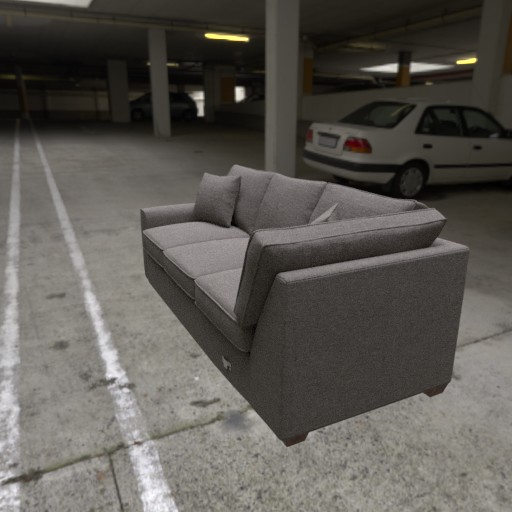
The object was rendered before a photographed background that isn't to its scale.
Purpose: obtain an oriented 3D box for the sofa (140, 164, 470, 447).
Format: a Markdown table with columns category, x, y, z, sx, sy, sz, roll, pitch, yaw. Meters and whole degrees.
| category | x | y | z | sx | sy | sz | roll | pitch | yaw |
| --- | --- | --- | --- | --- | --- | --- | --- | --- | --- |
| sofa | 0.000 | 0.000 | 2.853 | 1.061 | 0.962 | 2.317 | -8 | 19 | -26 |
